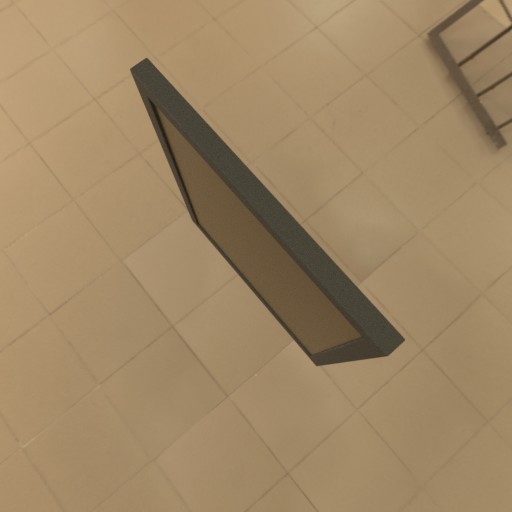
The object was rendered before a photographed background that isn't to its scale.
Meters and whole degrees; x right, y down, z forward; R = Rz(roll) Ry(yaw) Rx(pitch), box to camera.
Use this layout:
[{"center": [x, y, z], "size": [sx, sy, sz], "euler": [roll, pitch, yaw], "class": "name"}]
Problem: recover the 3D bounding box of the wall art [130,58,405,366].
[{"center": [0.000, 0.000, 0.777], "size": [0.028, 0.558, 0.457], "euler": [-39, 78, -10], "class": "wall art"}]
